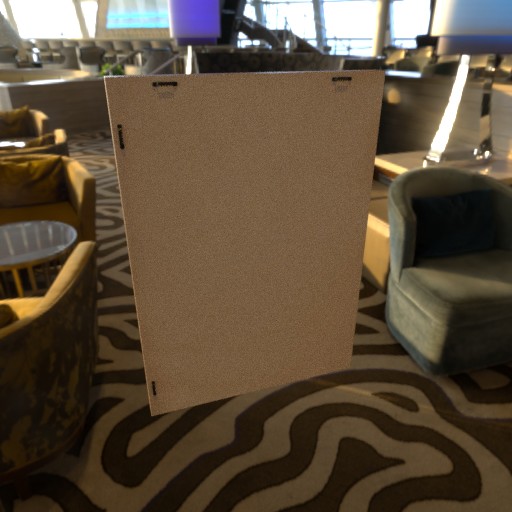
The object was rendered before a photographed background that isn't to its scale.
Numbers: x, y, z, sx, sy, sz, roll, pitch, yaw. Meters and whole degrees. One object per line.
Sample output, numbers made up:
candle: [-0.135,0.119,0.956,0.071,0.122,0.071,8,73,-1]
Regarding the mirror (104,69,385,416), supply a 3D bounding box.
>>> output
mirror: [0.000,0.000,0.929,0.508,0.711,0.039,-9,27,-17]
